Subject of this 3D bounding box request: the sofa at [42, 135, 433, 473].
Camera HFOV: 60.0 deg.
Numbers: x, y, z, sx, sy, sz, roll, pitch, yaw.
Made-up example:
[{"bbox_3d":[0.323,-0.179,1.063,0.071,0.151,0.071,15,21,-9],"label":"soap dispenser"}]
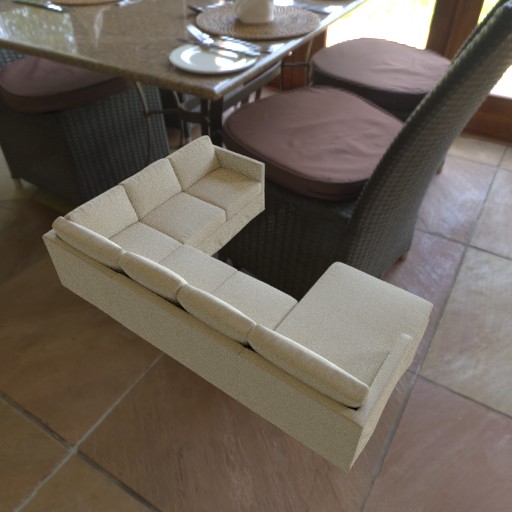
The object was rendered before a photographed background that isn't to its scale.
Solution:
[{"bbox_3d":[0.000,0.000,4.494,3.464,0.882,2.448,25,47,25],"label":"sofa"}]
